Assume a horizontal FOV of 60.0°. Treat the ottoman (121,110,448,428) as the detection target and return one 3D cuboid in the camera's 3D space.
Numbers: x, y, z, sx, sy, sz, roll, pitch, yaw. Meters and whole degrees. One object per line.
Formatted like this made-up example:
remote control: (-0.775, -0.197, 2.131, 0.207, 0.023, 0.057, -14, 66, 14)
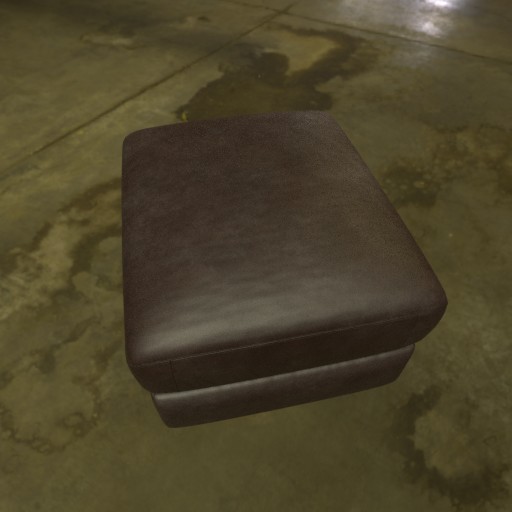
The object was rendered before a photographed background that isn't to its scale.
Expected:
ottoman: (0.000, 0.000, 1.253, 0.670, 0.569, 0.806, -9, 47, -8)
